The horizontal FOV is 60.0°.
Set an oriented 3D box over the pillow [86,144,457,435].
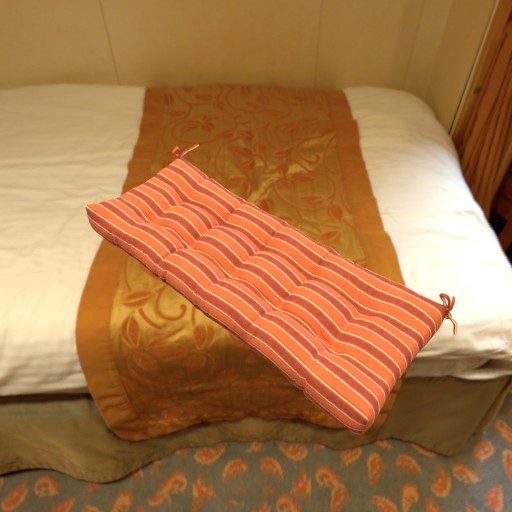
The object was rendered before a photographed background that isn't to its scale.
[{"bbox_3d":[0.000,0.000,1.396,1.194,0.174,0.511,33,55,27],"label":"pillow"}]
